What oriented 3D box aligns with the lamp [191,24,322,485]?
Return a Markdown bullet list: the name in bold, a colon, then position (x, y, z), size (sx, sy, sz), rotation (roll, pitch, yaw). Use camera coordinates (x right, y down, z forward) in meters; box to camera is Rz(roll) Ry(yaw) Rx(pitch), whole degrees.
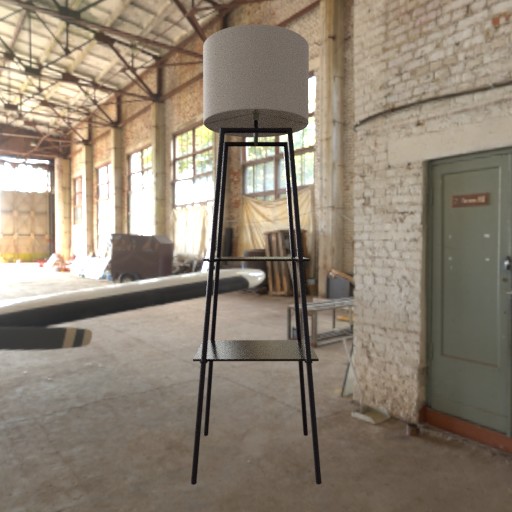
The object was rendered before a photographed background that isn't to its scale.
- **lamp**: position (0.000, 0.000, 1.606), size (0.427, 1.474, 0.384), rotation (0, 2, 0)
